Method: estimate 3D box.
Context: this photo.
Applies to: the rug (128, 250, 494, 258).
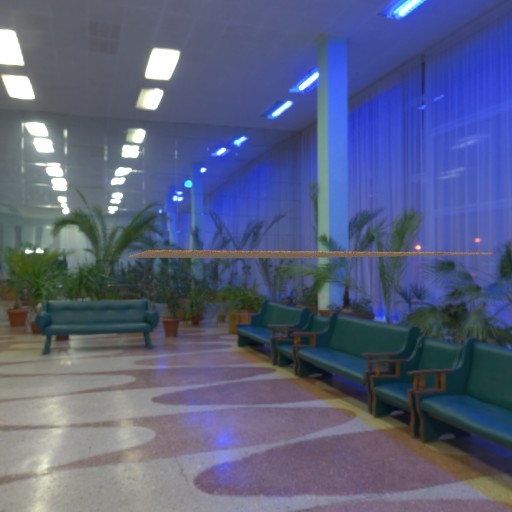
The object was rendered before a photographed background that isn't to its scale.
[{"bbox_3d":[0.000,0.000,2.861,1.524,0.006,2.285,0,-1,-18],"label":"rug"}]
